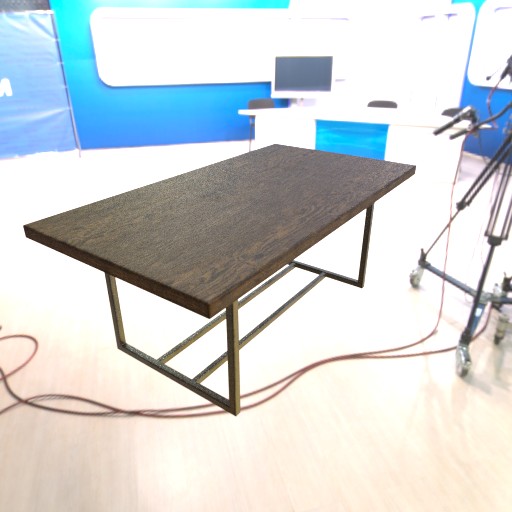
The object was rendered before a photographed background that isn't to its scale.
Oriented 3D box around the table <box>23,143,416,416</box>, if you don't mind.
[{"bbox_3d":[0.000,0.000,2.547,1.078,0.795,1.989,18,32,32],"label":"table"}]
